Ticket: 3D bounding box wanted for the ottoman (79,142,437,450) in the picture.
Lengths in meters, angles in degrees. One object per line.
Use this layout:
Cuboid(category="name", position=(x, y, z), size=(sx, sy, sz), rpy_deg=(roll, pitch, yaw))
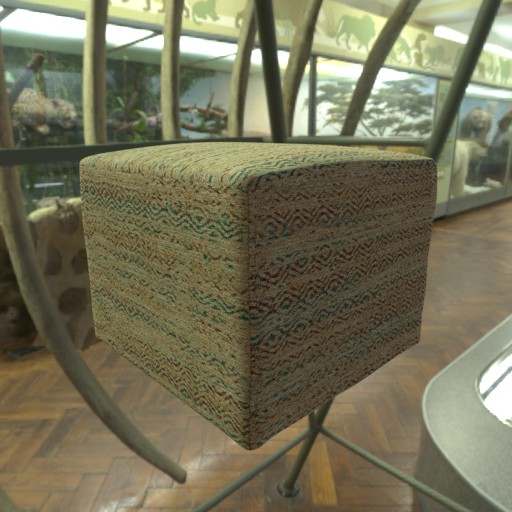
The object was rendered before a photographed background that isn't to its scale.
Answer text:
Cuboid(category="ottoman", position=(0.000, 0.000, 0.917), size=(0.512, 0.453, 0.521), rpy_deg=(-14, 21, -41))
